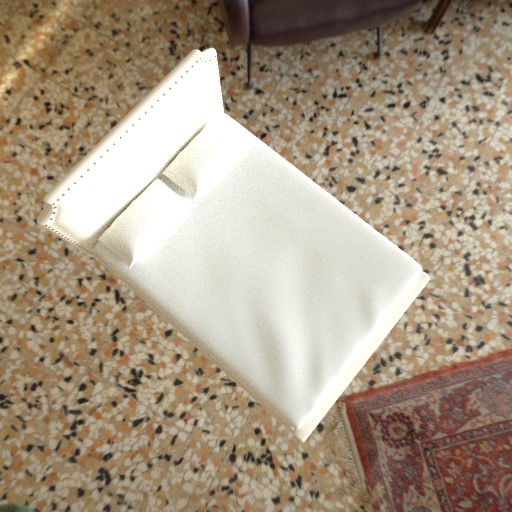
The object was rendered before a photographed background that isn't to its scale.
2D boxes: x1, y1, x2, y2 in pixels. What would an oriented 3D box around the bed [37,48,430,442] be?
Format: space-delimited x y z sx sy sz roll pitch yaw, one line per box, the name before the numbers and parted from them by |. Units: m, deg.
bed | 0.000 0.000 3.417 2.365 1.443 1.712 40 80 8
